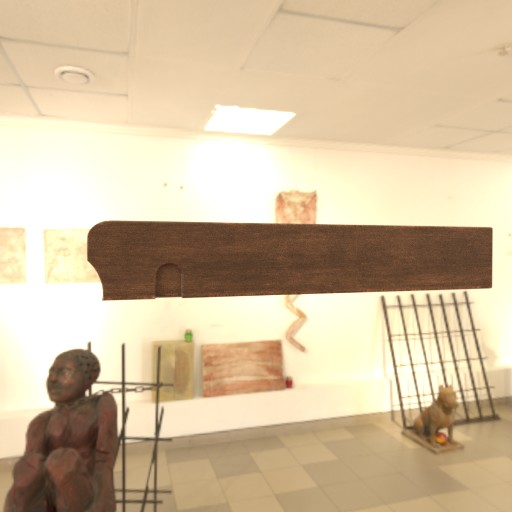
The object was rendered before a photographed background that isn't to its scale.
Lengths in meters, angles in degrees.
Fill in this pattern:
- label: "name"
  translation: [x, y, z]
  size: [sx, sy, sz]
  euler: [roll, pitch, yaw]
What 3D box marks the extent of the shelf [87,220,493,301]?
- label: "shelf"
  translation: [0.000, 0.000, 0.463]
  size: [0.310, 0.050, 0.310]
  euler: [0, 1, -17]
